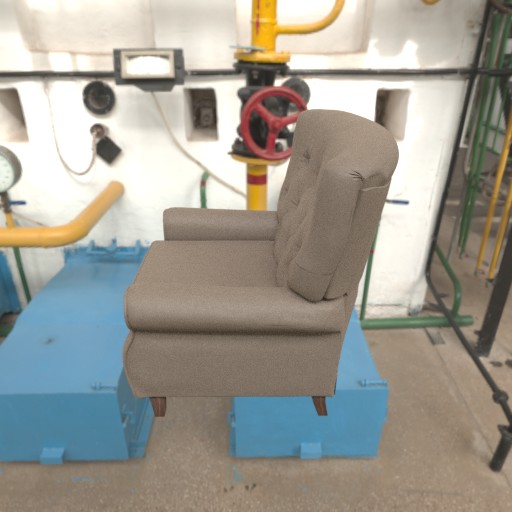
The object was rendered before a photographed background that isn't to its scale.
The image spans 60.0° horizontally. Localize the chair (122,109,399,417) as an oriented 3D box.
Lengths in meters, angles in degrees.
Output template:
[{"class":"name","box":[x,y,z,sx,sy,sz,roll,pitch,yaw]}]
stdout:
[{"class":"chair","box":[0.000,0.000,1.914,1.041,1.138,0.999,0,27,0]}]
